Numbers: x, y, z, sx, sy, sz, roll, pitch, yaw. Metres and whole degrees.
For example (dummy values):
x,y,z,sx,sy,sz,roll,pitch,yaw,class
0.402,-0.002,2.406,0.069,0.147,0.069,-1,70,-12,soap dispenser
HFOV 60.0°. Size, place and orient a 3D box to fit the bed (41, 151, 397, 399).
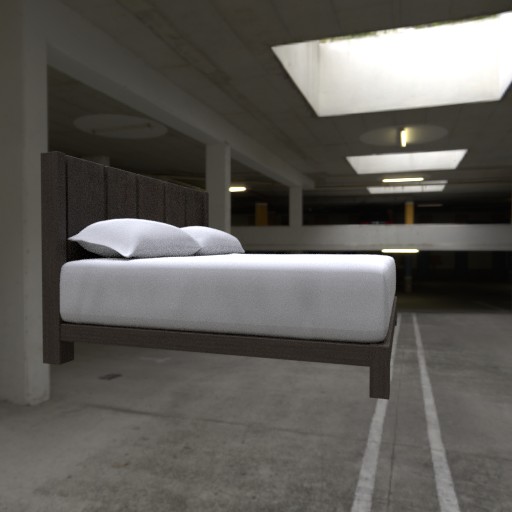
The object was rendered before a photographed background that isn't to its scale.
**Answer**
x,y,z,sx,sy,sz,roll,pitch,yaw,class
0.000,0.000,3.363,2.012,1.270,2.134,0,1,19,bed
